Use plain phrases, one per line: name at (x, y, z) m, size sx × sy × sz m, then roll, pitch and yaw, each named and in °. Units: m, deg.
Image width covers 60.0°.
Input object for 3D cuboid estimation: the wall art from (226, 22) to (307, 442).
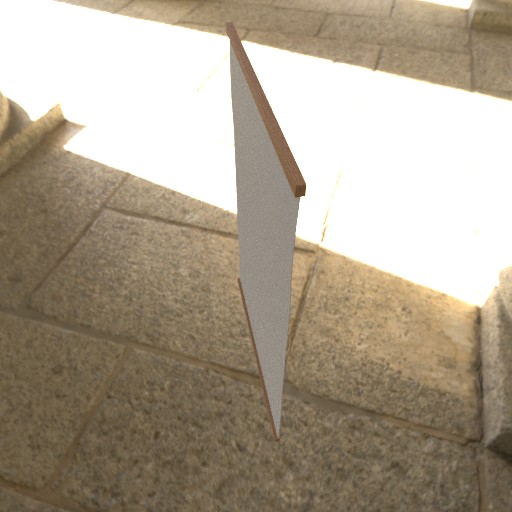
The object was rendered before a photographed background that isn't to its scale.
wall art at (0.000, 0.000, 1.887) m, size 0.025 × 1.521 × 1.011 m, roll -9°, pitch 47°, yaw -8°
